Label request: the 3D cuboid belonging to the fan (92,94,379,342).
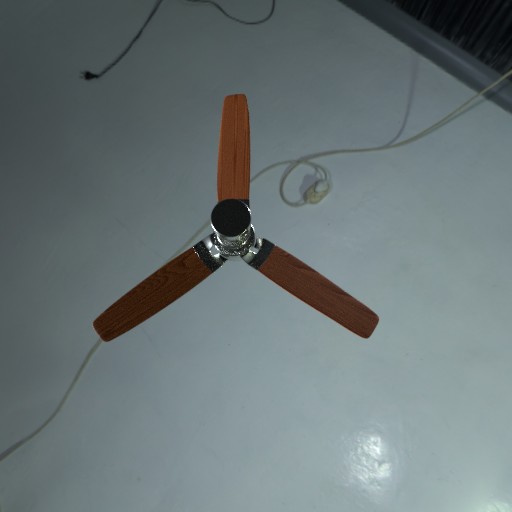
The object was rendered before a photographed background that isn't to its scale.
[{"bbox_3d":[0.000,0.000,2.039,1.271,0.410,1.416,33,78,8],"label":"fan"}]
